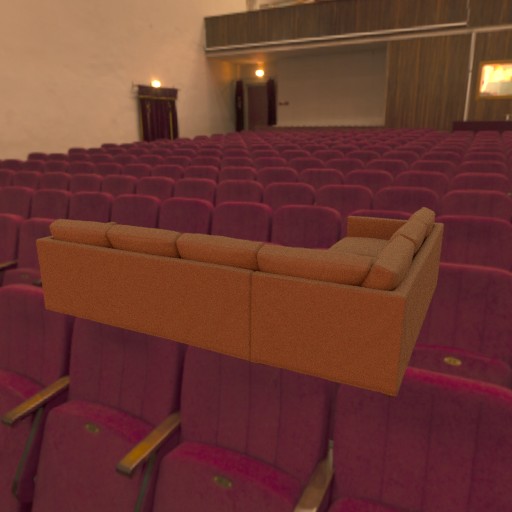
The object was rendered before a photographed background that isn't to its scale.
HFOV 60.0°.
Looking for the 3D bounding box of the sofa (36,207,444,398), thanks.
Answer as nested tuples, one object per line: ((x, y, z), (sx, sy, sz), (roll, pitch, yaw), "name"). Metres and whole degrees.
((0.000, 0.000, 4.346), (3.182, 0.871, 2.432), (8, 18, 26), "sofa")
